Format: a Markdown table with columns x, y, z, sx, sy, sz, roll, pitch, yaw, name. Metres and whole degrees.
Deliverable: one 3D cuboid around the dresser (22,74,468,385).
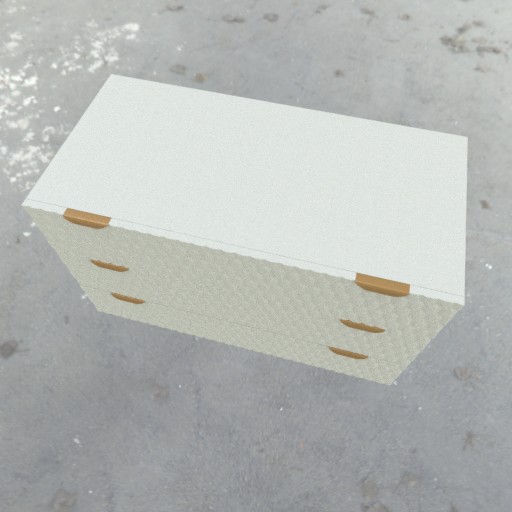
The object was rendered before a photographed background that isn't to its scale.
| x | y | z | sx | sy | sz | roll | pitch | yaw | name |
| --- | --- | --- | --- | --- | --- | --- | --- | --- | --- |
| 0.000 | 0.000 | 1.290 | 0.905 | 0.721 | 0.457 | 13 | 59 | 8 | dresser |
